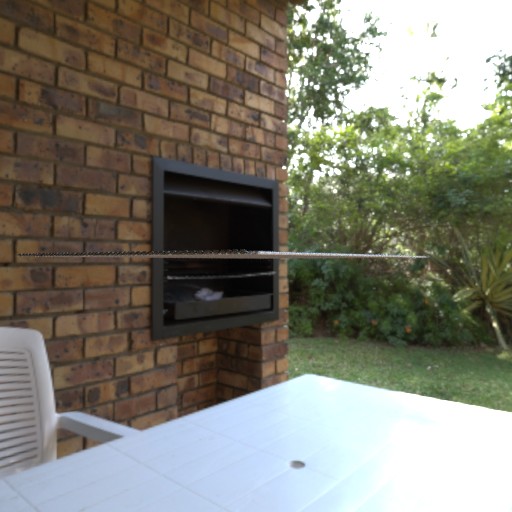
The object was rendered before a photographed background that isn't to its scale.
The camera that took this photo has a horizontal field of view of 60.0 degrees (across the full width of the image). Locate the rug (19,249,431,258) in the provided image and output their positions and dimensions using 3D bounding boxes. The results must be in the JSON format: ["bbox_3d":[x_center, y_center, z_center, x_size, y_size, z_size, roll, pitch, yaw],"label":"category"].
[{"bbox_3d":[0.000,0.000,2.933,1.613,0.017,2.312,0,-1,36],"label":"rug"}]
